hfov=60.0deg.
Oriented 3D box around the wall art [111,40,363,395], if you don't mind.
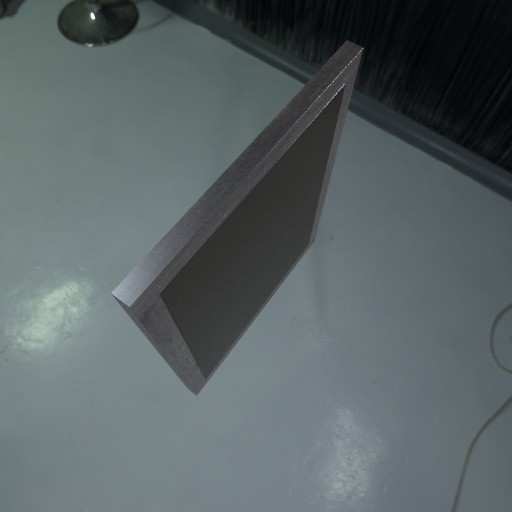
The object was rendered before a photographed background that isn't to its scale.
[{"bbox_3d":[0.000,0.000,0.805,0.027,0.580,0.479,33,68,15],"label":"wall art"}]
